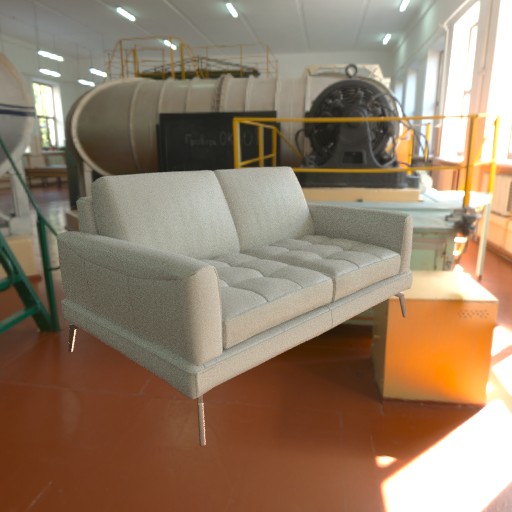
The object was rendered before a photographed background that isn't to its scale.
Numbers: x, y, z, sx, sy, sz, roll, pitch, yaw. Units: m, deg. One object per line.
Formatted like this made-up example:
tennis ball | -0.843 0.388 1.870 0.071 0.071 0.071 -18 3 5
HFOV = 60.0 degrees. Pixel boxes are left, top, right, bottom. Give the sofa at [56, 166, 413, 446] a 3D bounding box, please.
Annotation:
sofa | 0.000 0.000 2.495 1.121 0.930 1.819 13 19 42
